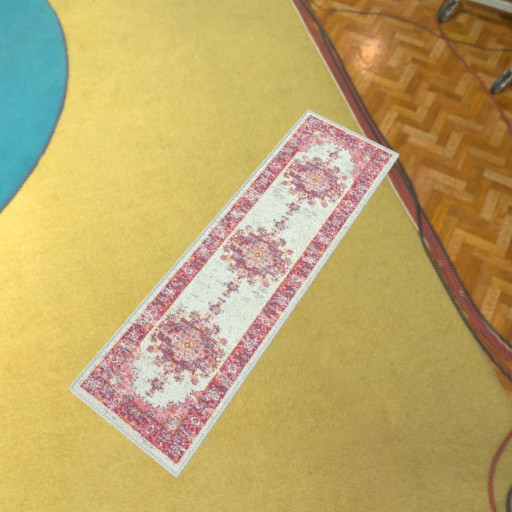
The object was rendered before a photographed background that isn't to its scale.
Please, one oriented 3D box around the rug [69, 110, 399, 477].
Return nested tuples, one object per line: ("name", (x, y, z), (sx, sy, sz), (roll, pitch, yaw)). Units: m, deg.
("rug", (0.000, 0.000, 2.030), (0.562, 0.009, 1.824), (32, 67, 15))
